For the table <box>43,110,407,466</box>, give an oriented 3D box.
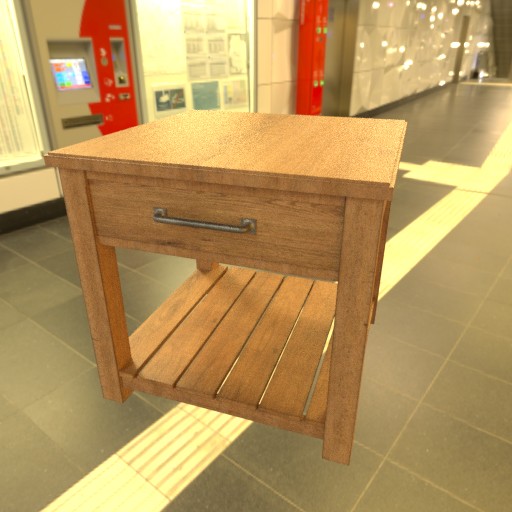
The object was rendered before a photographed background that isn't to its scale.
[{"bbox_3d":[0.000,0.000,1.098,0.616,0.593,0.612,8,27,17],"label":"table"}]
